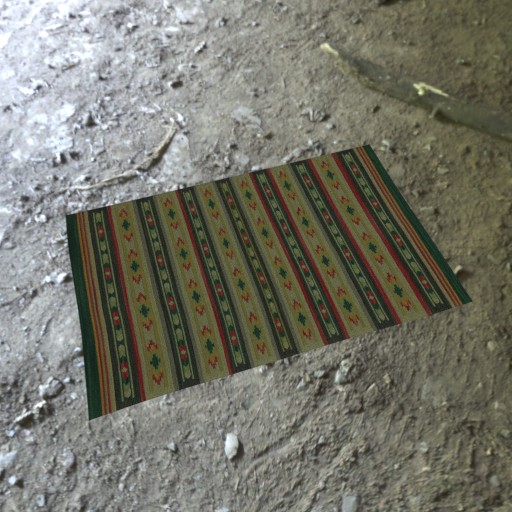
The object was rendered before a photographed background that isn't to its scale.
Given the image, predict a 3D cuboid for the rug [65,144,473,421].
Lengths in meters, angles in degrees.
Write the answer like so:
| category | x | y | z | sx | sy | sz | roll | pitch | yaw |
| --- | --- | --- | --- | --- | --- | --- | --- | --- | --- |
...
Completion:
| category | x | y | z | sx | sy | sz | roll | pitch | yaw |
| --- | --- | --- | --- | --- | --- | --- | --- | --- | --- |
| rug | 0.000 | 0.000 | 3.047 | 2.447 | 0.011 | 1.520 | -15 | 58 | -10 |
